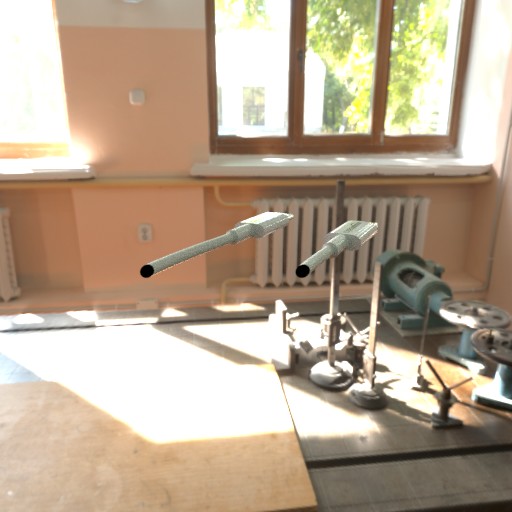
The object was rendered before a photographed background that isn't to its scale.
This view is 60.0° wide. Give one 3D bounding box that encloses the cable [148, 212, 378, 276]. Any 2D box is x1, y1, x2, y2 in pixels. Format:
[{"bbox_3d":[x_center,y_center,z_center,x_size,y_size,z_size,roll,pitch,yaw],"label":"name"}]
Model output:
[{"bbox_3d":[0.000,0.000,0.112,0.041,0.005,0.098,9,19,27],"label":"cable"}]
